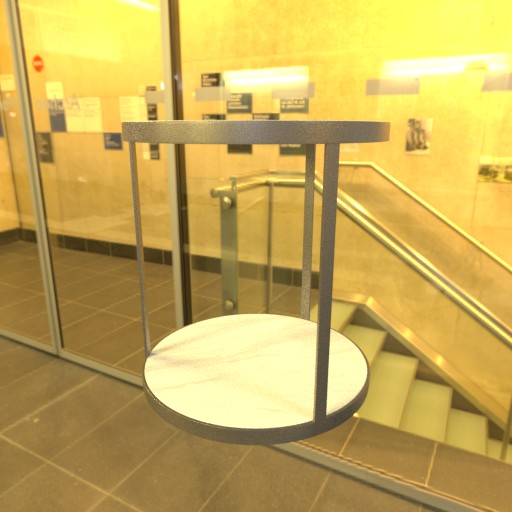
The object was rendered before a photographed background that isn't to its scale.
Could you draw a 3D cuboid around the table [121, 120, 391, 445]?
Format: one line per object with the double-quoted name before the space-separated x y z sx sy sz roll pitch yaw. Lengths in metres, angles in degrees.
"table" 0.000 0.000 0.829 0.445 0.479 0.445 0 16 0
